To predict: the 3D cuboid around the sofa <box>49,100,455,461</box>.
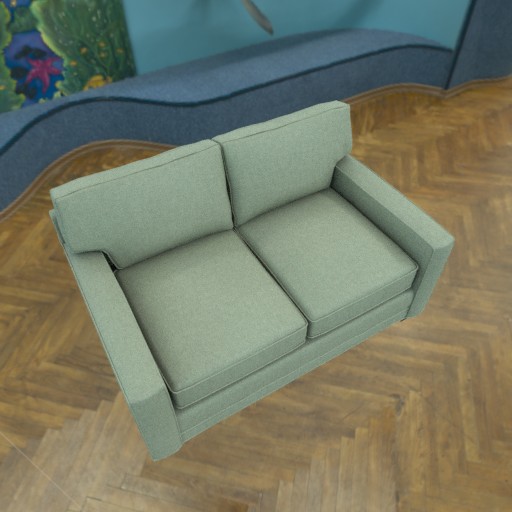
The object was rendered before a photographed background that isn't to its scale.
[{"bbox_3d":[0.000,0.000,2.011,1.484,0.853,0.940,-23,51,-20],"label":"sofa"}]
